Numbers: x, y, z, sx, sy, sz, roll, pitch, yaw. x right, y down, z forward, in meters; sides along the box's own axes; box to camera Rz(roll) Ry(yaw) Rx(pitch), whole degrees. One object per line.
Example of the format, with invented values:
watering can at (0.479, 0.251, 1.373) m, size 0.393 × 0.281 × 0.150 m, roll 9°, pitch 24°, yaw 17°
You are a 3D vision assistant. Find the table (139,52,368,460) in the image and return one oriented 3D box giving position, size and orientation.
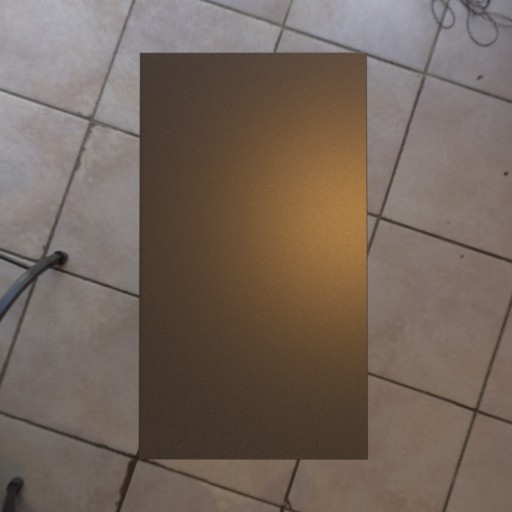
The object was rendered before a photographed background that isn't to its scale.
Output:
table at (0.000, 0.000, 1.408) m, size 0.612 × 0.493 × 1.068 m, roll 0°, pitch 89°, yaw 0°
